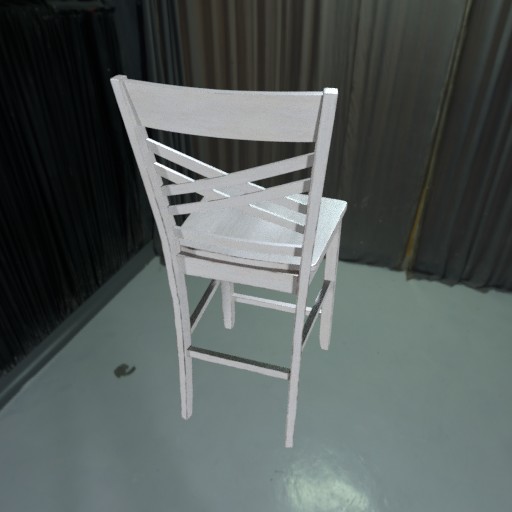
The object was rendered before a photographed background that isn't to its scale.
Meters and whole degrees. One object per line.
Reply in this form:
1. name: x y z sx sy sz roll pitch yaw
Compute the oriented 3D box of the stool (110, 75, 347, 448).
1. stool: 0.000 0.000 1.332 0.462 1.079 0.539 9 33 15
